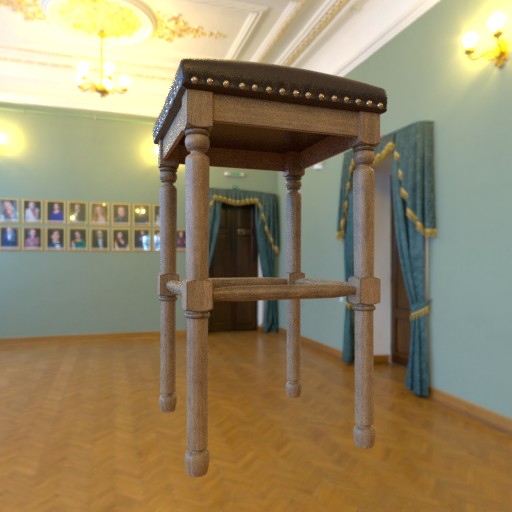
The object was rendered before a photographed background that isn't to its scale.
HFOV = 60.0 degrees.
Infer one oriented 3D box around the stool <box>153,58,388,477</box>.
[{"bbox_3d":[0.000,0.000,0.920,0.383,0.702,0.382,0,0,-20],"label":"stool"}]
